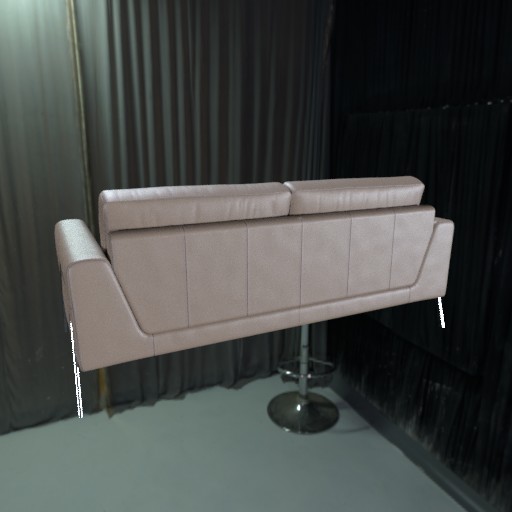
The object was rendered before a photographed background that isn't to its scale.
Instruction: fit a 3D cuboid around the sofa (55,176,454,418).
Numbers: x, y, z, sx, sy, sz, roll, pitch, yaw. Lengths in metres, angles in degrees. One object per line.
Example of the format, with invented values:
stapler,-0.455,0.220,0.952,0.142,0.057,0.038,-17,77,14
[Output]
sofa,0.000,0.000,2.476,2.017,0.875,0.953,-7,16,-25
